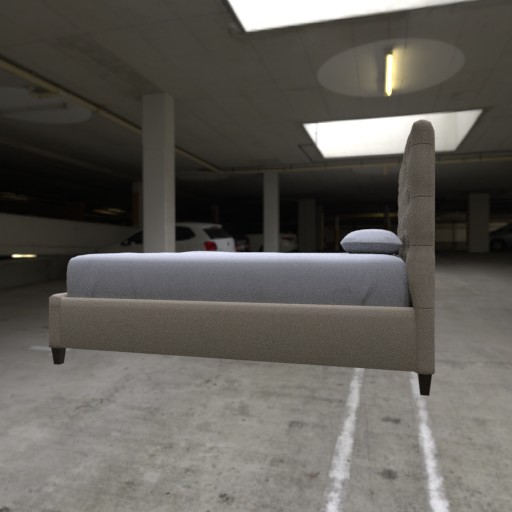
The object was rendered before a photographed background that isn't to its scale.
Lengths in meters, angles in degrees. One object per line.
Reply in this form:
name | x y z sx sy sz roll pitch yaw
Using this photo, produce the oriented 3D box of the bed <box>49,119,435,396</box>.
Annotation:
bed | 0.000 0.000 3.390 2.387 1.427 1.698 0 1 16
